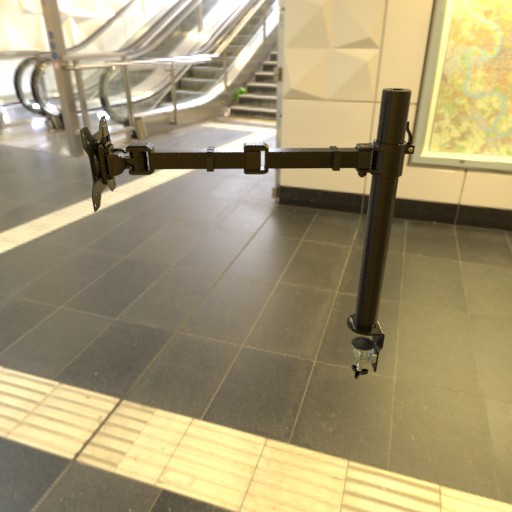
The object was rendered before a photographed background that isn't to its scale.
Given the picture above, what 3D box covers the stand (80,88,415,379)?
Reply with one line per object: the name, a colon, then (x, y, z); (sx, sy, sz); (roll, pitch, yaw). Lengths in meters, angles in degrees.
stand: (0.000, 0.000, 0.722); (0.456, 0.510, 0.115); (-1, 27, -1)
